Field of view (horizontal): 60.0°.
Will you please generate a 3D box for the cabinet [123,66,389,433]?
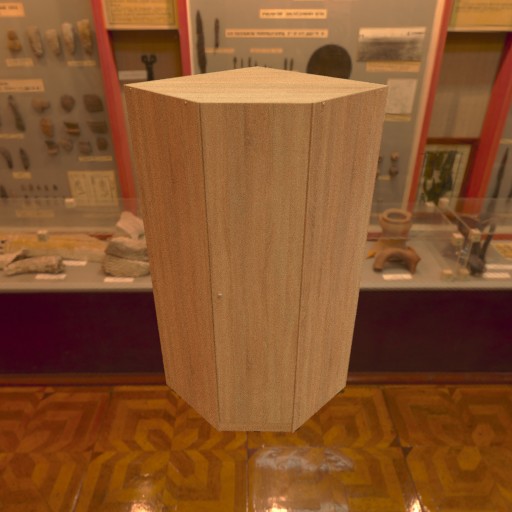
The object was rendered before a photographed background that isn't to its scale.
[{"bbox_3d":[0.000,0.000,2.854,1.327,2.120,1.094,1,31,1],"label":"cabinet"}]
